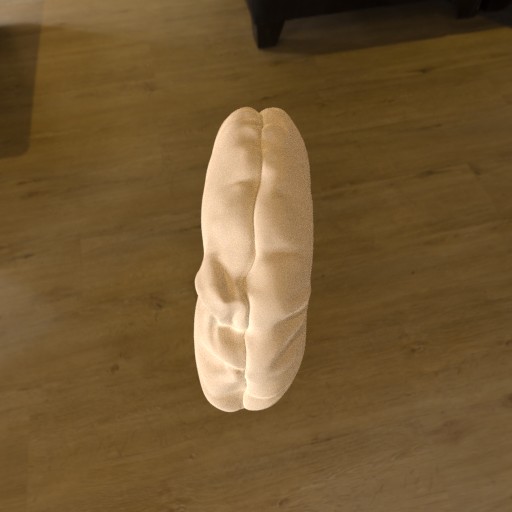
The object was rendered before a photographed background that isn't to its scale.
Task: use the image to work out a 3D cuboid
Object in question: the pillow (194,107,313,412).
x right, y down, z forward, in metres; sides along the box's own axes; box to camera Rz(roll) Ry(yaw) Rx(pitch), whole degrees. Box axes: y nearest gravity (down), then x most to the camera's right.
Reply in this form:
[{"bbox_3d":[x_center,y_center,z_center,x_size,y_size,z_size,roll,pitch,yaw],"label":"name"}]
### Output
[{"bbox_3d":[0.000,0.000,0.644,0.148,0.407,0.428,3,58,2],"label":"pillow"}]
